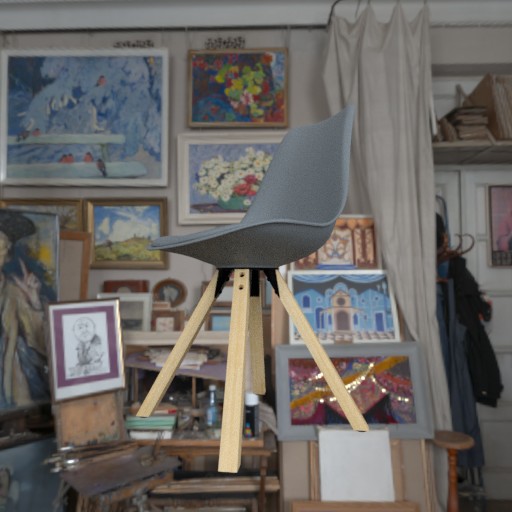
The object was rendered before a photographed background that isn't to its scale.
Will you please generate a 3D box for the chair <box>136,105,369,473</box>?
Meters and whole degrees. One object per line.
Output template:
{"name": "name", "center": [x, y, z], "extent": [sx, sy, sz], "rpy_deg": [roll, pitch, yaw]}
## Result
{"name": "chair", "center": [0.000, 0.000, 1.161], "extent": [0.549, 0.850, 0.485], "rpy_deg": [2, -4, -36]}
